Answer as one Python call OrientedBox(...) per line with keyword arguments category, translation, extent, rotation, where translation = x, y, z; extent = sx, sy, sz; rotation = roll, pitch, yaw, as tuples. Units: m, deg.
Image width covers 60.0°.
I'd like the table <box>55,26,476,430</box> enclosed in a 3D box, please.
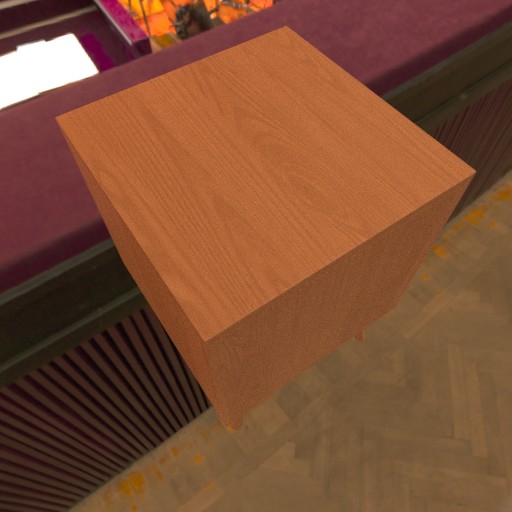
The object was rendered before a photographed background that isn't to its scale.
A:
OrientedBox(category="table", translation=(0.000, 0.000, 0.816), extent=(0.400, 0.550, 0.400), rotation=(-30, 62, -18))
